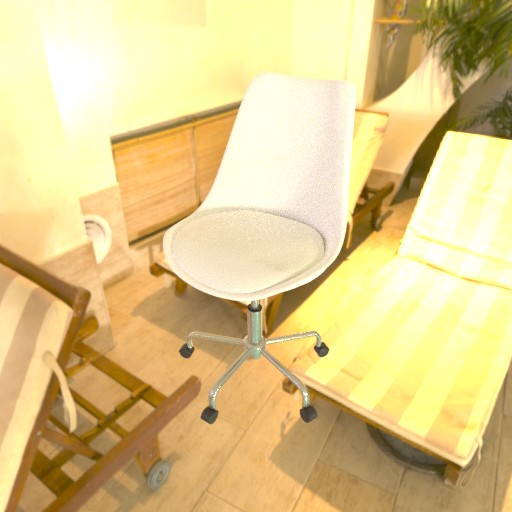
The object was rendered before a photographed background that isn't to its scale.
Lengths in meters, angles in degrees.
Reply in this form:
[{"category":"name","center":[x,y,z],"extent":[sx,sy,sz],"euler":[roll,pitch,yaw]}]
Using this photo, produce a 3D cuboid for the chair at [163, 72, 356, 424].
[{"category":"chair","center":[0.000,0.000,1.302],"extent":[0.550,0.930,0.550],"euler":[20,36,29]}]
